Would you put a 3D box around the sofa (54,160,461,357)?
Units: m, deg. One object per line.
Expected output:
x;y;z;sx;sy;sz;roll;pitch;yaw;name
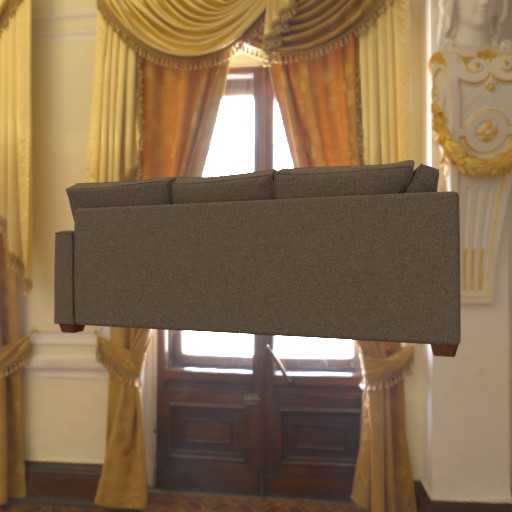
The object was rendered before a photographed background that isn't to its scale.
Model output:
0.000;0.000;2.878;2.317;0.962;1.061;0;-1;19;sofa
